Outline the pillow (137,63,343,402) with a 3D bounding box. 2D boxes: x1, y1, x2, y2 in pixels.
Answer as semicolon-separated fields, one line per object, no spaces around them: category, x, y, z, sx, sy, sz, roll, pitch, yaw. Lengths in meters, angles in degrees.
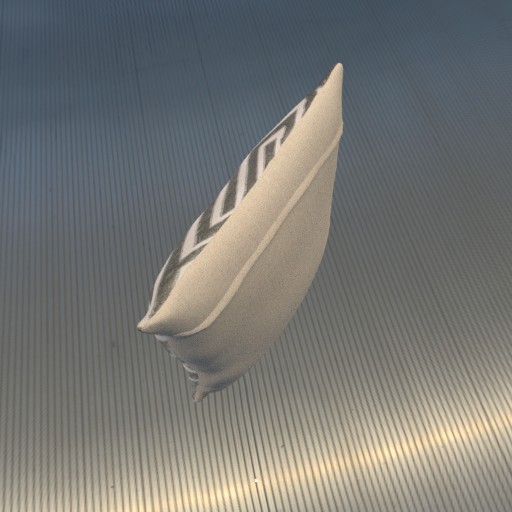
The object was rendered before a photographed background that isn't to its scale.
pillow;0.000;0.000;0.700;0.182;0.441;0.440;29;67;14
